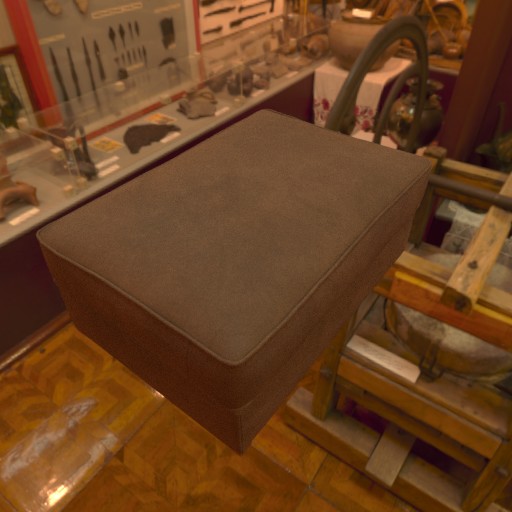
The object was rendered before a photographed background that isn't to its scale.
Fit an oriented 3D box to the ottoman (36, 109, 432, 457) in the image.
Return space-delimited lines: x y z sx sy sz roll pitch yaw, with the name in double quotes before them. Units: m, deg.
"ottoman" 0.000 0.000 1.200 0.596 0.481 0.860 27 48 27
